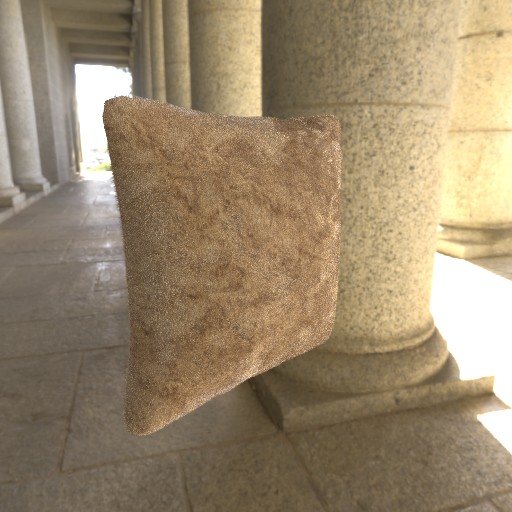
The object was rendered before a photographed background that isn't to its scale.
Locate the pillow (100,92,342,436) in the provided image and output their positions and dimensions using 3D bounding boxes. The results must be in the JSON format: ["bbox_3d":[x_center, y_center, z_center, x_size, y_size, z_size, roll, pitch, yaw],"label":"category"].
[{"bbox_3d":[0.000,0.000,0.804,0.216,0.525,0.538,13,19,43],"label":"pillow"}]
